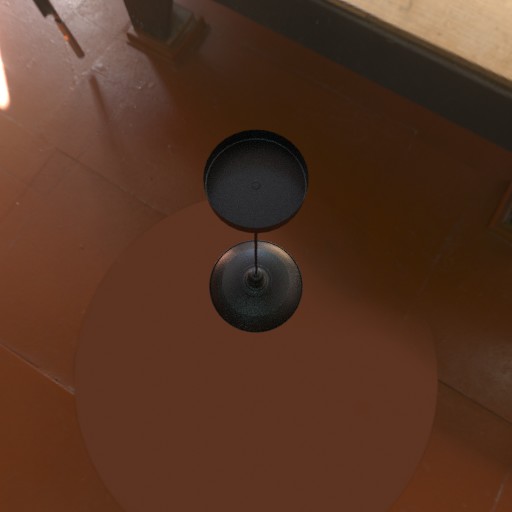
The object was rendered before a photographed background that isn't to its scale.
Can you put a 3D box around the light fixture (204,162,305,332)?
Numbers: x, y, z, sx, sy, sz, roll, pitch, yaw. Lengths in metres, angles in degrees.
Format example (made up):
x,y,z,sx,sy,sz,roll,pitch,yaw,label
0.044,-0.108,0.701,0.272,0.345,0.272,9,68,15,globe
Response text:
x,y,z,sx,sy,sz,roll,pitch,yaw,label
0.000,0.000,1.138,0.331,0.993,0.331,-24,78,-6,light fixture
